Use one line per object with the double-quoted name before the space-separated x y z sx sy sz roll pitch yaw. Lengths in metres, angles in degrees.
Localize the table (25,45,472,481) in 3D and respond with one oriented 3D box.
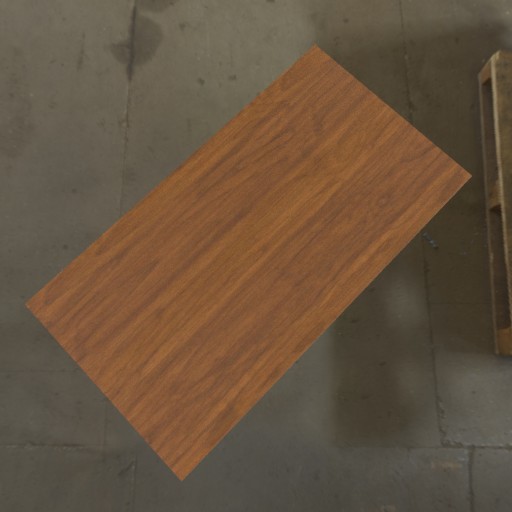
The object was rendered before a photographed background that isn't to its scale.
"table" 0.000 0.000 1.345 0.574 0.414 1.057 44 81 9
